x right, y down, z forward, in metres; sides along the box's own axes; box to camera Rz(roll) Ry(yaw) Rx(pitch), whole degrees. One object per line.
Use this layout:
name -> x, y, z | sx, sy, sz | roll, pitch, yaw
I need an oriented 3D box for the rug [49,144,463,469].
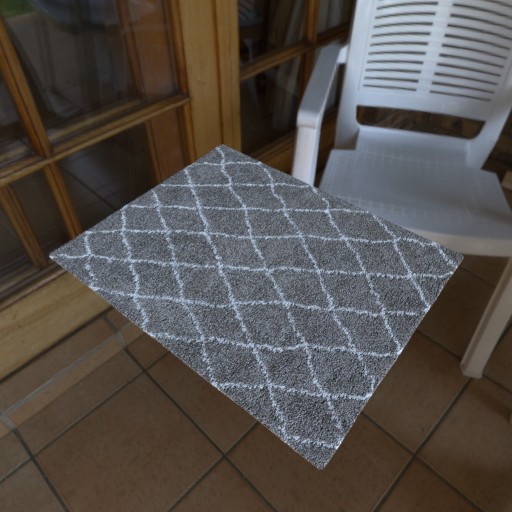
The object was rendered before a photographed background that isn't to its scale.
rug -> 0.000, 0.000, 4.148 | 3.047, 0.029, 2.438 | 30, 53, 26
